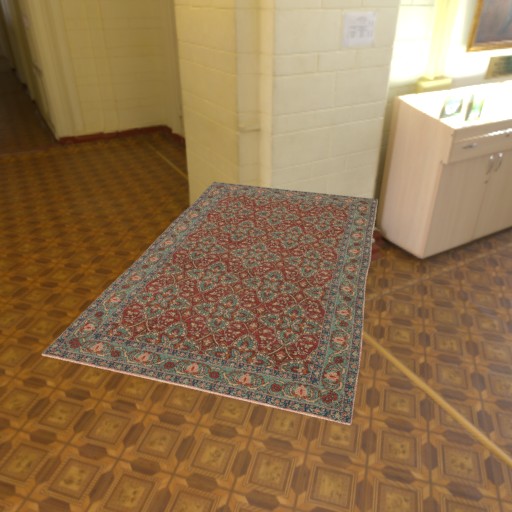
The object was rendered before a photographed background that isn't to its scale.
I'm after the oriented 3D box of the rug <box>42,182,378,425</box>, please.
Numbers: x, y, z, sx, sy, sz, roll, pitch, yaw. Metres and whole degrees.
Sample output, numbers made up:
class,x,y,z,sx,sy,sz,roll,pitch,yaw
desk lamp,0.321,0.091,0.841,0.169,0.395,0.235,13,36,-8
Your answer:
class,x,y,z,sx,sy,sz,roll,pitch,yaw
rug,0.000,0.000,3.034,1.533,0.011,2.439,8,32,14
